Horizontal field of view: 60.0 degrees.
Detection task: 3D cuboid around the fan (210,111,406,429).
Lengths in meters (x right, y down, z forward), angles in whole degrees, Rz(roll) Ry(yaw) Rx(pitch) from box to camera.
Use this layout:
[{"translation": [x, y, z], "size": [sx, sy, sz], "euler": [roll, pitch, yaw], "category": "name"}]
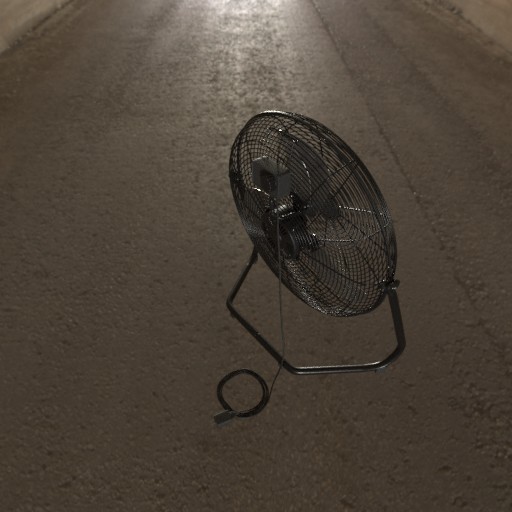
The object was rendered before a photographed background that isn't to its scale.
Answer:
[{"translation": [0.000, 0.000, 1.018], "size": [0.470, 0.605, 0.595], "euler": [-26, 47, -28], "category": "fan"}]
